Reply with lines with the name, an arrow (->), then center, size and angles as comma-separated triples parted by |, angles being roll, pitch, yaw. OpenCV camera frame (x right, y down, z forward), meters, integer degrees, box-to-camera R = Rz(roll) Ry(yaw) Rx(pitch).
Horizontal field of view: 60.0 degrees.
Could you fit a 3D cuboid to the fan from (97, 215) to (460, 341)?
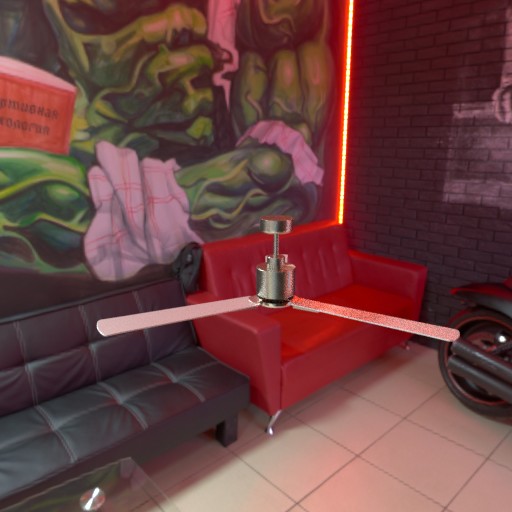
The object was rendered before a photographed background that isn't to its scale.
fan -> 0.000, 0.000, 2.383 | 1.561, 0.446, 1.531 | -2, 15, -10
